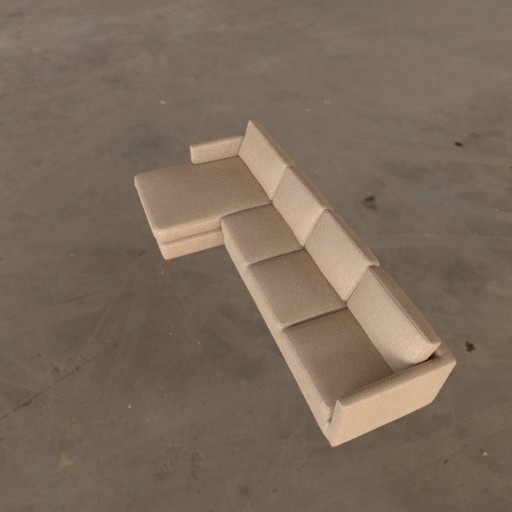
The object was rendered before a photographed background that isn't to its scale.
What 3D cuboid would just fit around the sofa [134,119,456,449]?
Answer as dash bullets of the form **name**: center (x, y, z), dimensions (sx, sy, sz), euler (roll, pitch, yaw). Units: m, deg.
- **sofa**: center (0.000, 0.000, 3.814), dimensions (1.502, 0.876, 3.201), euler (-16, 47, -16)
